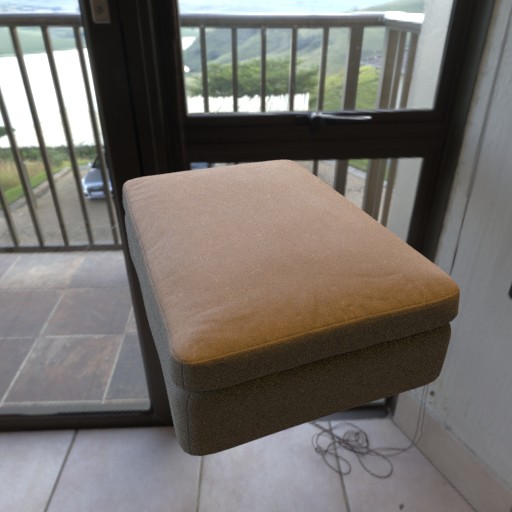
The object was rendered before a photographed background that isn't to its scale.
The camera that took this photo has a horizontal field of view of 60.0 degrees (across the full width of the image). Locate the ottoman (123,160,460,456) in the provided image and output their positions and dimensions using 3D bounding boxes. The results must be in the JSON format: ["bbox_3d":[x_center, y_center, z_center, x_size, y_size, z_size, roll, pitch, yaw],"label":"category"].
[{"bbox_3d":[0.000,0.000,1.631,0.840,0.429,1.199,-11,33,-17],"label":"ottoman"}]
